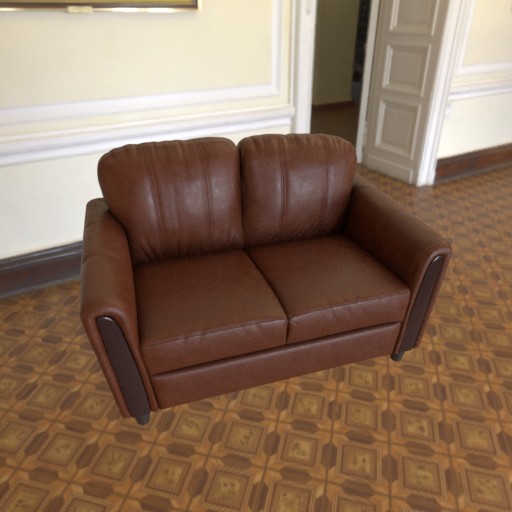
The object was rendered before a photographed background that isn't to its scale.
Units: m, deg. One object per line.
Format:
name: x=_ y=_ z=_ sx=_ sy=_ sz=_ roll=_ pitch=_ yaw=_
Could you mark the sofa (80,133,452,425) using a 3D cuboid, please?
sofa: x=0.000 y=0.000 z=1.940 sx=1.406 sy=0.906 sz=0.805 roll=-9 pitch=30 yaw=-16
